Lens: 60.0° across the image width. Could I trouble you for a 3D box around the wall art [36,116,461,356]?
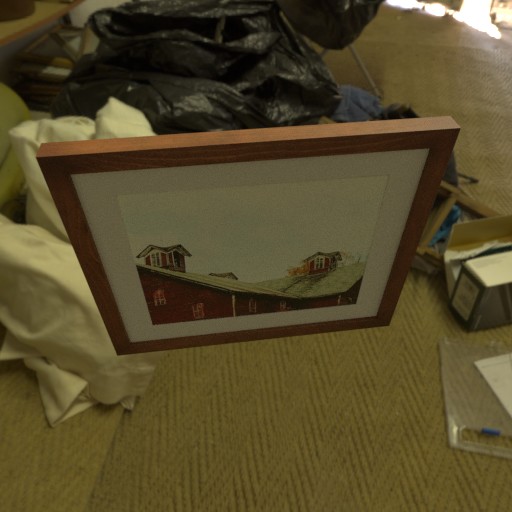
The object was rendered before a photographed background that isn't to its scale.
[{"bbox_3d":[0.000,0.000,0.752,0.558,0.457,0.033,-5,46,-5],"label":"wall art"}]
